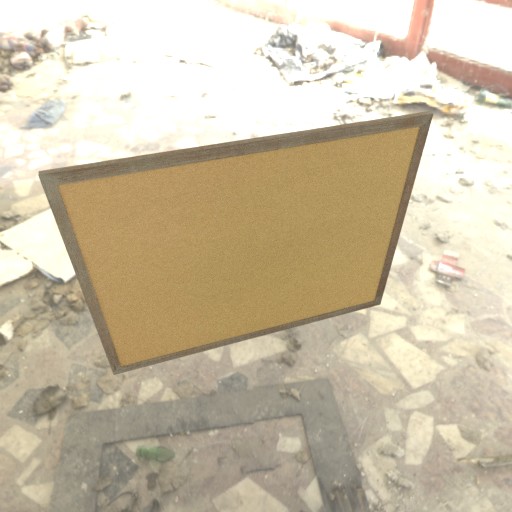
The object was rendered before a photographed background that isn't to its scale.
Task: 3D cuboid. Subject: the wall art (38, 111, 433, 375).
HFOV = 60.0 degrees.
[{"bbox_3d":[0.000,0.000,1.355,1.012,0.774,0.019,-12,43,-13],"label":"wall art"}]
